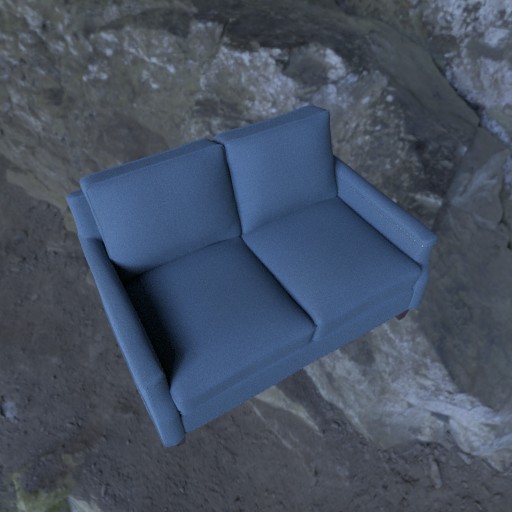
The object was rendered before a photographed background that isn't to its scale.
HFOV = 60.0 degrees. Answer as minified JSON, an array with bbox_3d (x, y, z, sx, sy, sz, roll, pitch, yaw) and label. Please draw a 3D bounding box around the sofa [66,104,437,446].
[{"bbox_3d":[0.000,0.000,2.328,1.597,1.003,1.084,-24,51,-20],"label":"sofa"}]
